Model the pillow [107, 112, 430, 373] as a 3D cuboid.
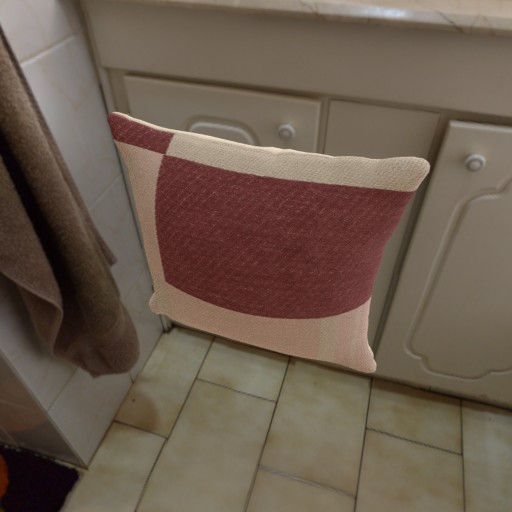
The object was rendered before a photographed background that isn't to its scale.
[{"bbox_3d":[0.000,0.000,0.830,0.536,0.506,0.229,13,45,14],"label":"pillow"}]
